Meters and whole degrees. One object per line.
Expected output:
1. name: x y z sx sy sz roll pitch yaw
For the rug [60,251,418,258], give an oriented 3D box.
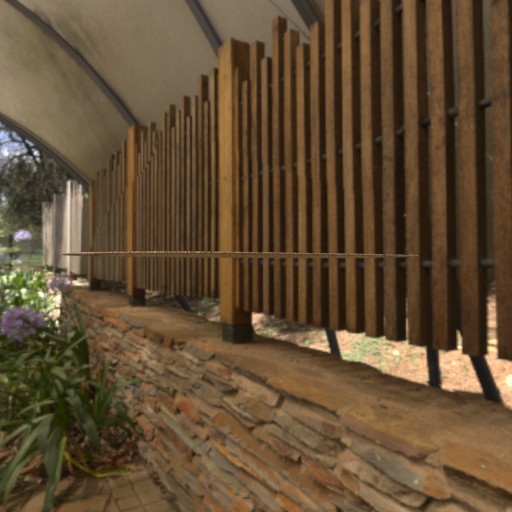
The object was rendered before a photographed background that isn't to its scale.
1. rug: 0.000 0.000 2.983 2.432 0.006 1.520 1 -1 -35
